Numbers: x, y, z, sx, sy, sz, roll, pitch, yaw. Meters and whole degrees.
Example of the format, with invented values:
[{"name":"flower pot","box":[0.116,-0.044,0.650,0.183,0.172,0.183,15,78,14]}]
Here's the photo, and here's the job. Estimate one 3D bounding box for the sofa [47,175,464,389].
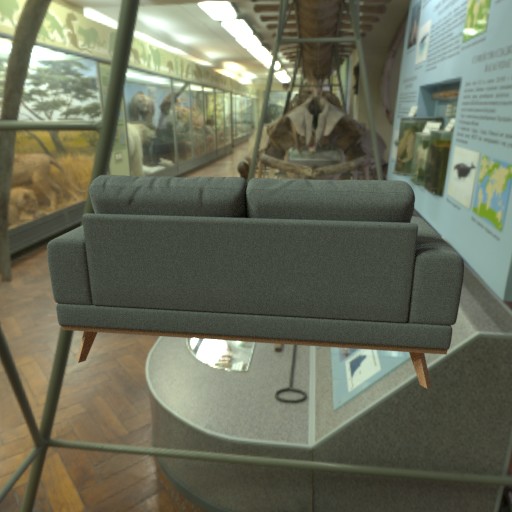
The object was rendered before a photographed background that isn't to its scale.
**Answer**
[{"name":"sofa","box":[0.000,0.000,2.100,1.650,0.810,0.785,2,18,7]}]
